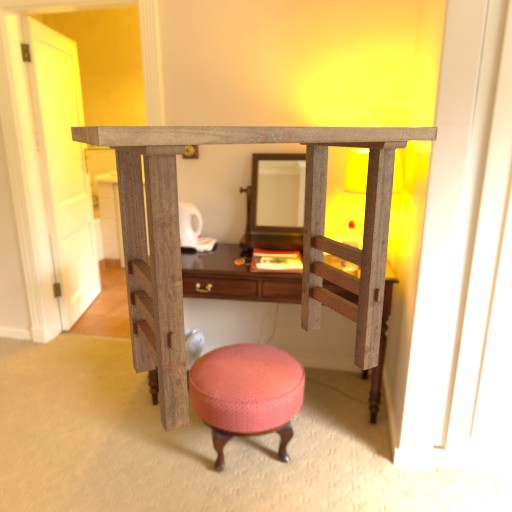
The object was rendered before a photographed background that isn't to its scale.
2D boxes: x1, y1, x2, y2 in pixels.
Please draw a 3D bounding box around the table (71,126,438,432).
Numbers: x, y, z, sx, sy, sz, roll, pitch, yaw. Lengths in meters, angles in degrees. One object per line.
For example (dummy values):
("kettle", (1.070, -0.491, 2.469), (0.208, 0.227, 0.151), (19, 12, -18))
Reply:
("table", (0.000, 0.000, 1.634), (1.119, 0.914, 0.556), (-8, 18, -27))
